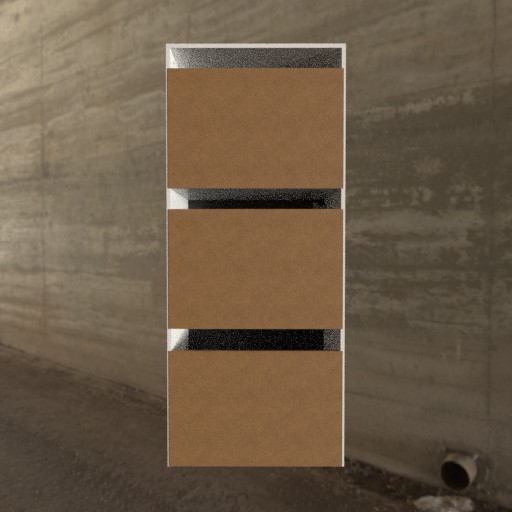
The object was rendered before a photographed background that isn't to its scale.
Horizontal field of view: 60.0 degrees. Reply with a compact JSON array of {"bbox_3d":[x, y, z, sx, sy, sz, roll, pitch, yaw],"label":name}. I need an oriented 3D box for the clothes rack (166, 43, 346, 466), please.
[{"bbox_3d":[0.000,0.000,1.407,0.500,1.187,0.330,0,1,0],"label":"clothes rack"}]
